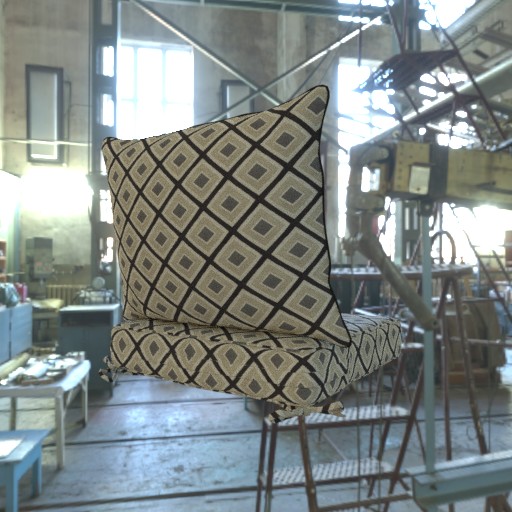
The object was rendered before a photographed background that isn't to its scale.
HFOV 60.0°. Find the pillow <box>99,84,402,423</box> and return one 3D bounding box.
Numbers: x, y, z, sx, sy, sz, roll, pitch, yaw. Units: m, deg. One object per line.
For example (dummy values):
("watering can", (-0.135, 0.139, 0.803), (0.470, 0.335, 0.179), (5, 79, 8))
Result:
("pillow", (0.000, 0.000, 1.372), (0.798, 0.722, 0.733), (0, -1, 35))
